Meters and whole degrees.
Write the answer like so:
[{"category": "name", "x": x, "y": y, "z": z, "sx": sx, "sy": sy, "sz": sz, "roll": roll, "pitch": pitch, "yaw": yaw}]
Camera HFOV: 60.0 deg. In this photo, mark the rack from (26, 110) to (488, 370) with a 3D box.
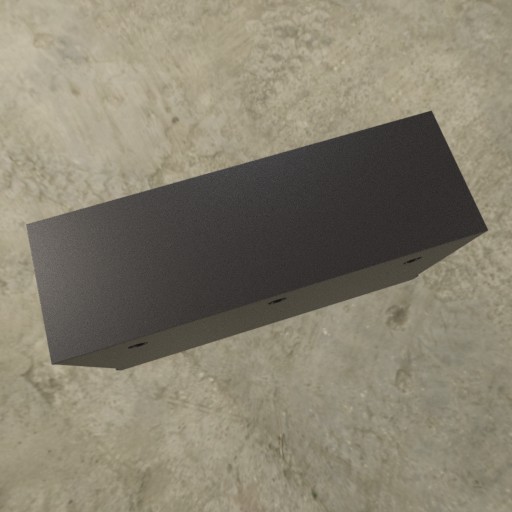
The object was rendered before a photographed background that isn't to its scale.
[{"category": "rack", "x": 0.000, "y": 0.000, "z": 1.492, "sx": 1.206, "sy": 0.635, "sz": 0.399, "roll": -17, "pitch": 75, "yaw": -4}]
